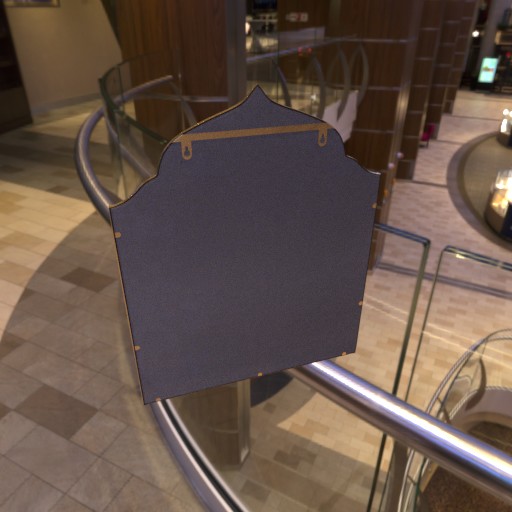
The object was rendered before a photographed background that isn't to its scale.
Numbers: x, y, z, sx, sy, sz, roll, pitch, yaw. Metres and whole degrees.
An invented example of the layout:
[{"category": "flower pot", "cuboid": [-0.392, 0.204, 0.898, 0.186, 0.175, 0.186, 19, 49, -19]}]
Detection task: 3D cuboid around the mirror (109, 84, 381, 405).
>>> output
[{"category": "mirror", "cuboid": [0.000, 0.000, 0.867, 0.513, 0.635, 0.018, -10, 31, -16]}]
